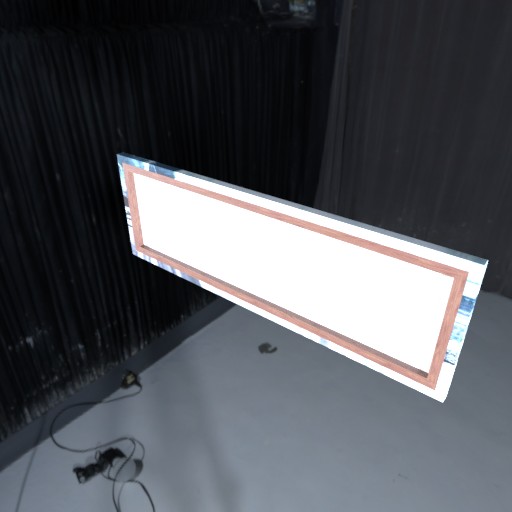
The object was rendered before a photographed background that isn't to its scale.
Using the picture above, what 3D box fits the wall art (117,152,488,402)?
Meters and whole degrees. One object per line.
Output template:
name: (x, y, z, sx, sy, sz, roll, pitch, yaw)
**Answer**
wall art: (0.000, 0.000, 1.687, 1.524, 0.509, 0.037, 21, 37, 32)
